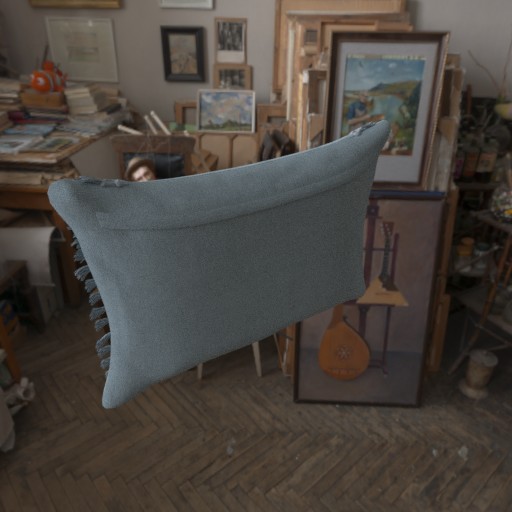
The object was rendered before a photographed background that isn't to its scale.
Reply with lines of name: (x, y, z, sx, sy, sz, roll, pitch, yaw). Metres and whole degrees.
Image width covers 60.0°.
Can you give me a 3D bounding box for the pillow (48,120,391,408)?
pillow: (0.000, 0.000, 0.593, 0.466, 0.305, 0.084, -19, 35, -29)
